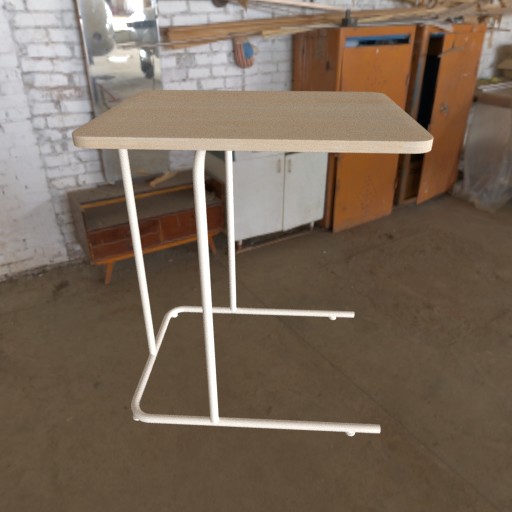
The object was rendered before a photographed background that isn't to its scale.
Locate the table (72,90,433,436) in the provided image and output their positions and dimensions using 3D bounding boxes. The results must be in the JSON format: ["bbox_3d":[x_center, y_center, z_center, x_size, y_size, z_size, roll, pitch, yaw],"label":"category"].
[{"bbox_3d":[0.000,0.000,0.860,0.480,0.550,0.370,2,29,3],"label":"table"}]
